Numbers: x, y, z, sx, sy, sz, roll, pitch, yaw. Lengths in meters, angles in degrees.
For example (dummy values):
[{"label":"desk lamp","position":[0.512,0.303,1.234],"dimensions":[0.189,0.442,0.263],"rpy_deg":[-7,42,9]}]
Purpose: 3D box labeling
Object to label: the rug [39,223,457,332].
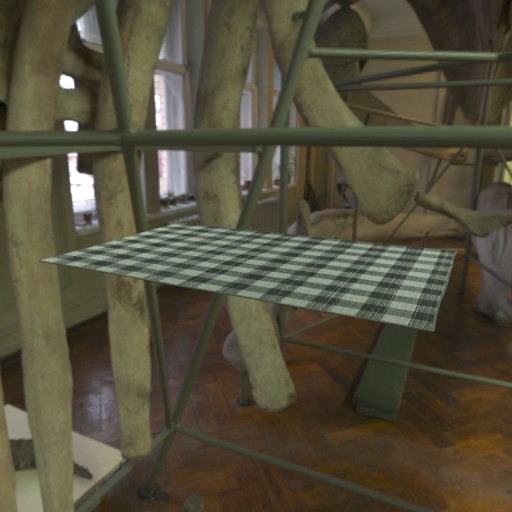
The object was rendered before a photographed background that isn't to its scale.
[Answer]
[{"label":"rug","position":[0.000,0.000,3.082],"dimensions":[2.476,0.011,1.554],"rpy_deg":[7,17,26]}]
